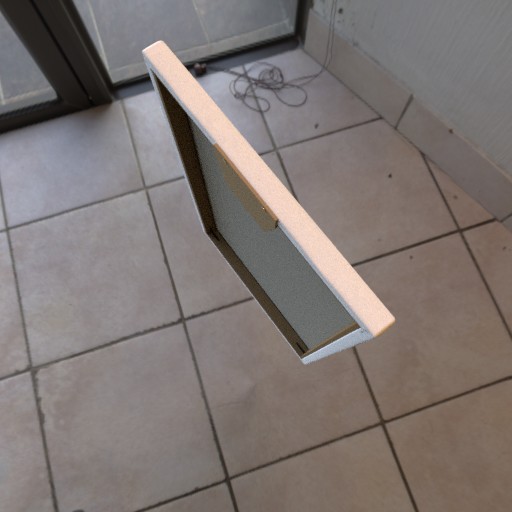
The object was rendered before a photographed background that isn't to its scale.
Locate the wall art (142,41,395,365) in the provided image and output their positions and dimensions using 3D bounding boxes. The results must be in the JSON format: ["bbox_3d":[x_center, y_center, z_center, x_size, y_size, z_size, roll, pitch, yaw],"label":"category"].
[{"bbox_3d":[0.000,0.000,1.125,0.048,0.916,0.602,-36,77,-10],"label":"wall art"}]
